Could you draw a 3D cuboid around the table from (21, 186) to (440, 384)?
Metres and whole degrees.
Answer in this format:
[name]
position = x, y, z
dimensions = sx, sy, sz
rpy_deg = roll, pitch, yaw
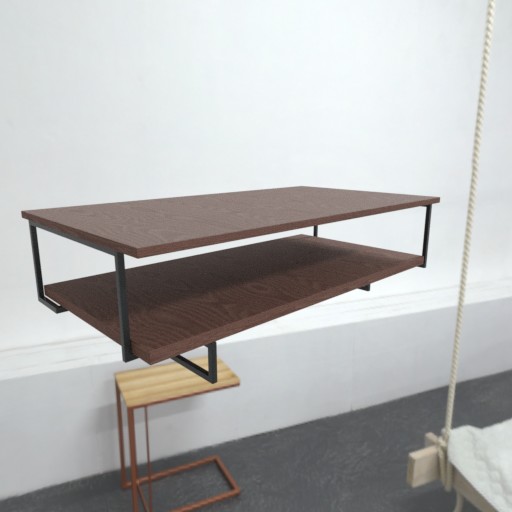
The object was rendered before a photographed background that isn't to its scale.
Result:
[table]
position = 0.000, 0.000, 1.452
dimensions = 1.197, 0.347, 0.651
rpy_deg = -13, 19, -42
